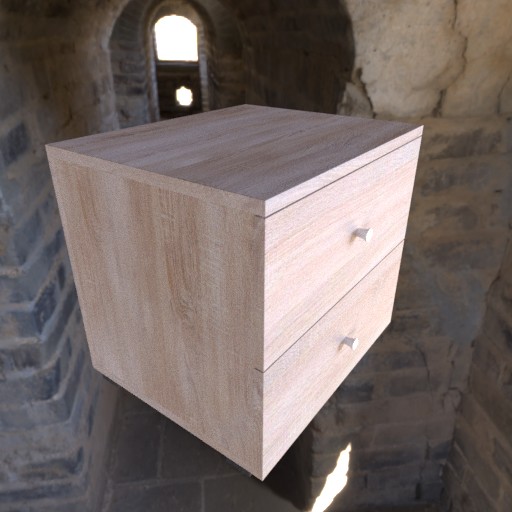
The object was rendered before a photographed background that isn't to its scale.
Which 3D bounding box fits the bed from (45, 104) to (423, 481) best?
[{"bbox_3d":[0.000,0.000,0.778,0.401,0.420,0.460,19,33,32],"label":"bed"}]
